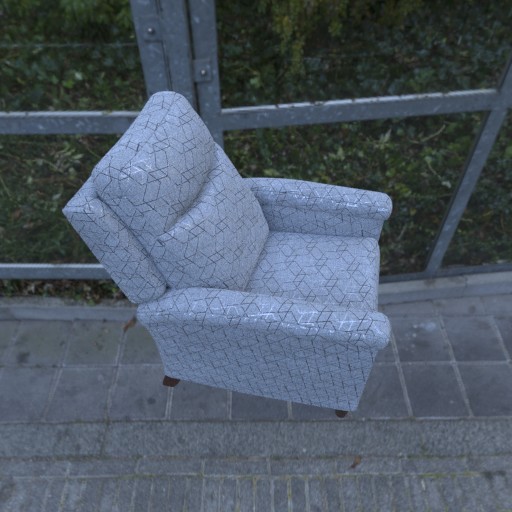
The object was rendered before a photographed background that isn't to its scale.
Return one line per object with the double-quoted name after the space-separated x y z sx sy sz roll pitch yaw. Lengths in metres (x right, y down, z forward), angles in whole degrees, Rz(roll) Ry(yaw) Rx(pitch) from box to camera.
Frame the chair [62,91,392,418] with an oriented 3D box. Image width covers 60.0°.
0.000 0.000 1.711 0.987 1.048 0.753 9 47 9 "chair"
